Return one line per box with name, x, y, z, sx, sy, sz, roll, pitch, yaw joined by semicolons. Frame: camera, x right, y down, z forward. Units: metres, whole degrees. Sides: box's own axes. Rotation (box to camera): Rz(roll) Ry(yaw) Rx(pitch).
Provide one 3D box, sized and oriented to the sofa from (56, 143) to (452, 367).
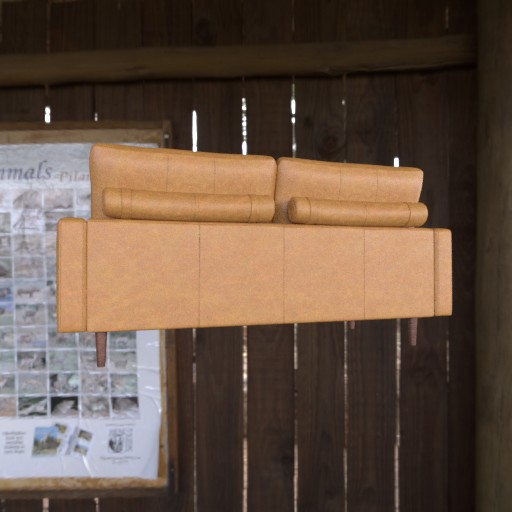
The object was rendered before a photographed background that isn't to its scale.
sofa;0.000;0.000;2.272;1.821;0.898;0.850;0;-1;-18
